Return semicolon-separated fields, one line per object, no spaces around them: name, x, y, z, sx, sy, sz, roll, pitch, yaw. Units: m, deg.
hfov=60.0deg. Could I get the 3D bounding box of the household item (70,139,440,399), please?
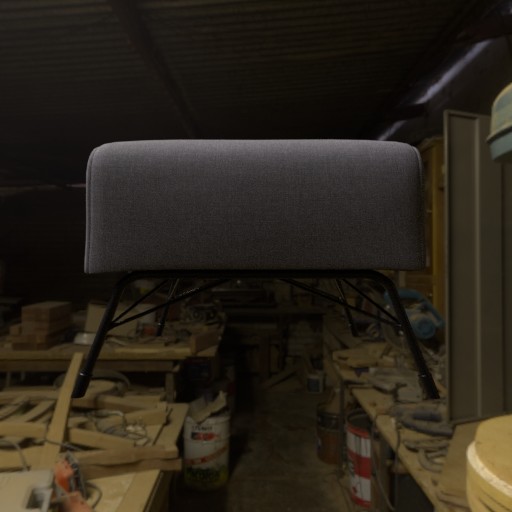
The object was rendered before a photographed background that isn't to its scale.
household item;0.000;0.000;0.894;0.530;0.410;0.530;0;-1;0
